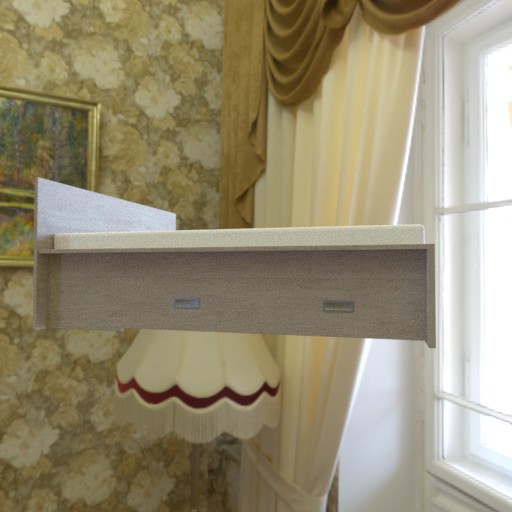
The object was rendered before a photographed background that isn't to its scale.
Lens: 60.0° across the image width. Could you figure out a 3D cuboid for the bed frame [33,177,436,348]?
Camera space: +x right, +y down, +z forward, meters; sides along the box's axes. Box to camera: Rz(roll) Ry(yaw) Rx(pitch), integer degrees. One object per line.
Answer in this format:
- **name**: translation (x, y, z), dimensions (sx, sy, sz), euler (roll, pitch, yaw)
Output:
- **bed frame**: translation (0.000, 0.000, 2.835), dimensions (1.960, 0.800, 1.622), euler (0, -2, 16)
